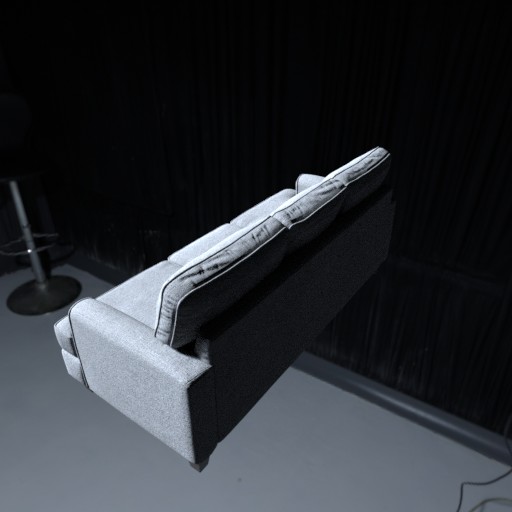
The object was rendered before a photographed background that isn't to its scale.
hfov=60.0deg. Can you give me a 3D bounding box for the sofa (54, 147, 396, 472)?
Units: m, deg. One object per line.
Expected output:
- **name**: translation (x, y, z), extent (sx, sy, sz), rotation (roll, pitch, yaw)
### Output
- **sofa**: translation (0.000, 0.000, 2.658), extent (0.951, 0.965, 2.158), rotation (20, 36, 30)
